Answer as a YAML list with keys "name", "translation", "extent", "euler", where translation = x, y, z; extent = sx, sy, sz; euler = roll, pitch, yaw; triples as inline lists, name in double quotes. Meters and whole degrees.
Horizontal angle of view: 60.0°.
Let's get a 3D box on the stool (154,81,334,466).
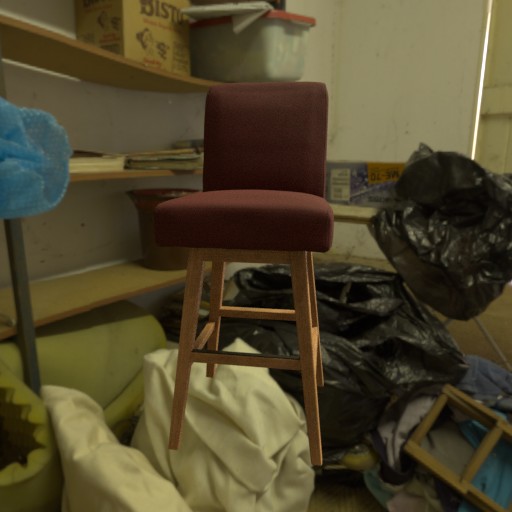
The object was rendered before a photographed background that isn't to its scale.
- name: "stool"
  translation: [0.000, 0.000, 1.399]
  extent: [0.468, 1.093, 0.562]
  euler: [2, 14, 9]
